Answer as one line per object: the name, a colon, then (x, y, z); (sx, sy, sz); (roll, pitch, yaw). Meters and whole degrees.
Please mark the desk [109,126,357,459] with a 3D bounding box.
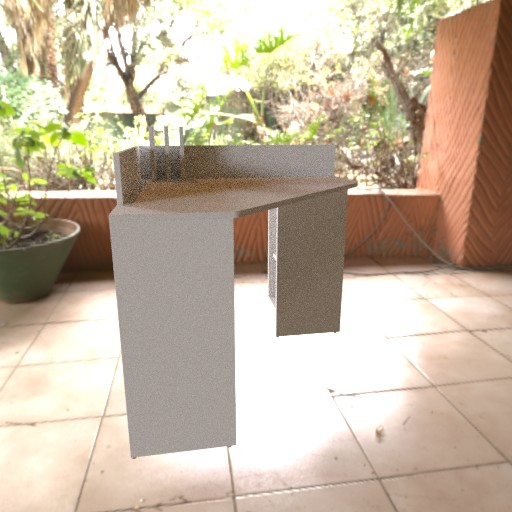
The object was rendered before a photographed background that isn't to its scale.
desk: (0.000, 0.000, 1.744); (0.940, 0.986, 0.940); (-3, 16, -10)
